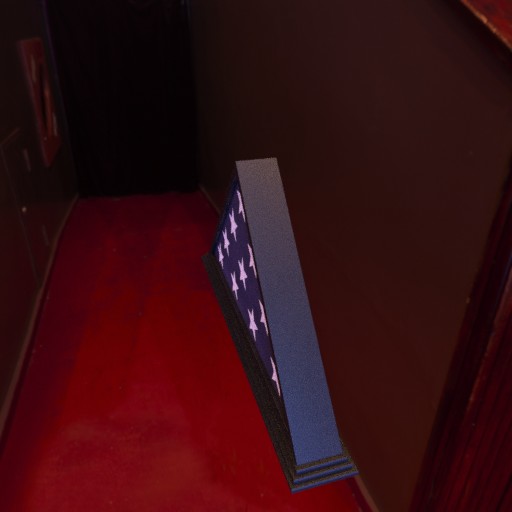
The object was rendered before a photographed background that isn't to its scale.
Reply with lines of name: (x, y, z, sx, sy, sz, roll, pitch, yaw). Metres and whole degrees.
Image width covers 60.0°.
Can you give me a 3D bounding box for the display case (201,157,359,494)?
display case: (0.000, 0.000, 0.763, 0.095, 0.340, 0.640, -8, 30, -14)
